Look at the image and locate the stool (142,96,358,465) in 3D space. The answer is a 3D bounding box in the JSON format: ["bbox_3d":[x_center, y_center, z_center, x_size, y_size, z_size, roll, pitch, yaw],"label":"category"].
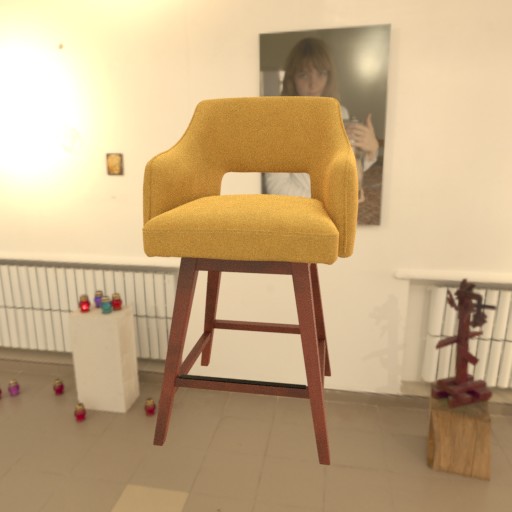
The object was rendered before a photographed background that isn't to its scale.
[{"bbox_3d":[0.000,0.000,1.283,0.548,0.924,0.558,2,14,9],"label":"stool"}]
